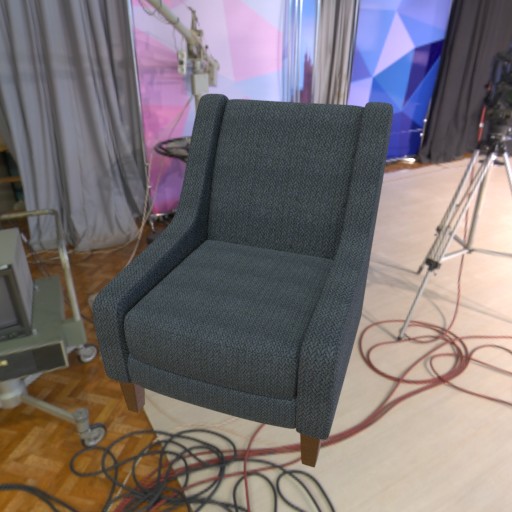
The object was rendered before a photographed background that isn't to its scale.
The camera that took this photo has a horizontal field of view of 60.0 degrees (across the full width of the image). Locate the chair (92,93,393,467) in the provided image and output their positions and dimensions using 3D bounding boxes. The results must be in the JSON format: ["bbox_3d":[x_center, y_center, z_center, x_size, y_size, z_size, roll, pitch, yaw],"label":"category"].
[{"bbox_3d":[0.000,0.000,1.648,0.793,1.012,0.944,10,29,18],"label":"chair"}]
